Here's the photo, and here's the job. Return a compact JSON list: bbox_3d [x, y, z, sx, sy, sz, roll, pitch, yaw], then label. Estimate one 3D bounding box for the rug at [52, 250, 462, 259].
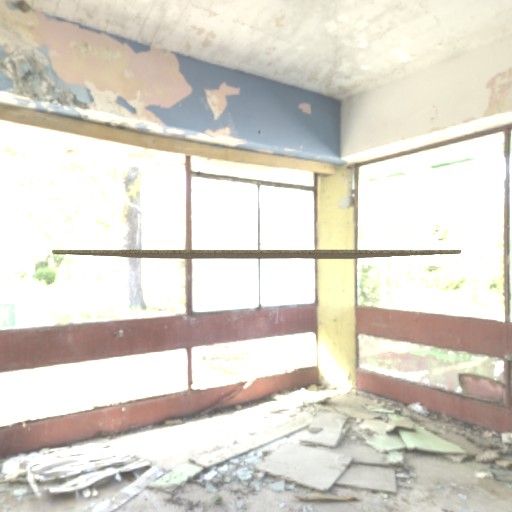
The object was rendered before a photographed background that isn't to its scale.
[{"bbox_3d":[0.000,0.000,4.049,2.401,0.025,3.001,0,-1,0],"label":"rug"}]
